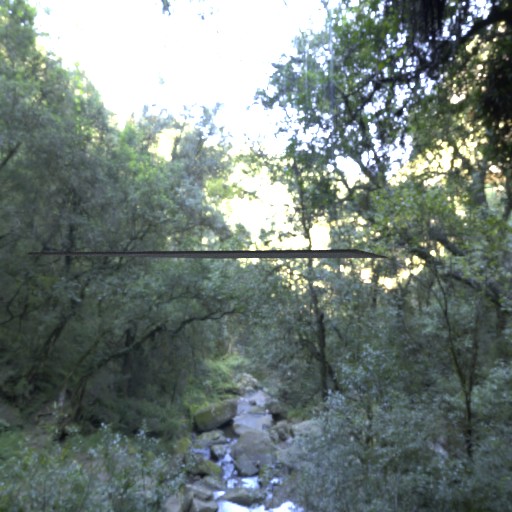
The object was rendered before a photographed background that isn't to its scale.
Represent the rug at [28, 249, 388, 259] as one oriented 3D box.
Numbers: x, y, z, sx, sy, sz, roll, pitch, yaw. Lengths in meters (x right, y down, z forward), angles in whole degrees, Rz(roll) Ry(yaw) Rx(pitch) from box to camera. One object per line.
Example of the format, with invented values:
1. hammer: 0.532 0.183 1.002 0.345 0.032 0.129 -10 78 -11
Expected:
1. rug: 0.000 0.000 2.980 1.600 0.013 2.260 0 -1 19
